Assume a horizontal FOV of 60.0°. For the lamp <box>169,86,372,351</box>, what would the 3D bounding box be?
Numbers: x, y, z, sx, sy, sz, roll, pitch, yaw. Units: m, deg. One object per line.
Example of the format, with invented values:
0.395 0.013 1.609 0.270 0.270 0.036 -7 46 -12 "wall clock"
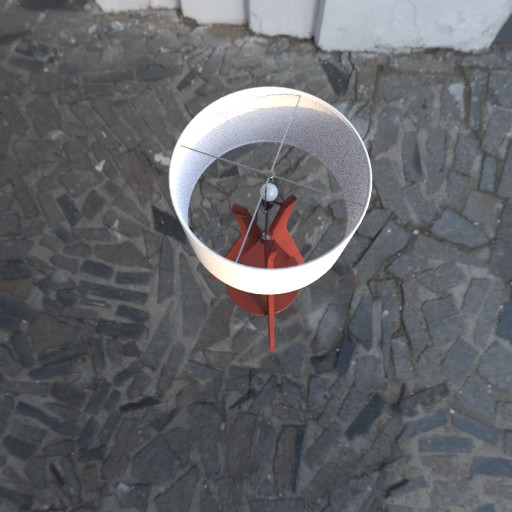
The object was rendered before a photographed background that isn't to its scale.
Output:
0.000 0.000 1.739 0.542 1.472 0.539 19 75 5 "lamp"
